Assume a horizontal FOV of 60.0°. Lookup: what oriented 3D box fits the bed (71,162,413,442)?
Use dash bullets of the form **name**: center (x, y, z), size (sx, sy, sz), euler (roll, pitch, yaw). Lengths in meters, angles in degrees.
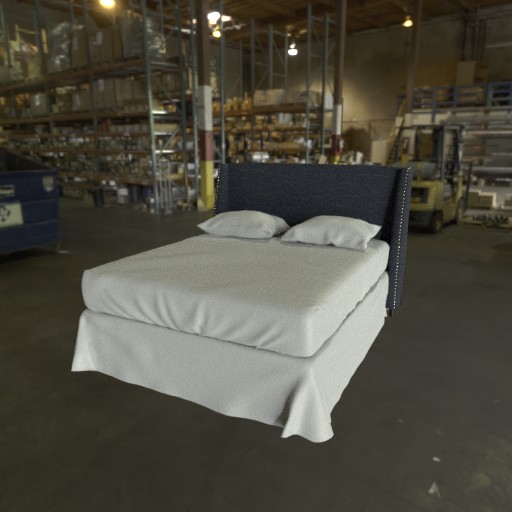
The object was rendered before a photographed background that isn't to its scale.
- **bed**: center (0.000, 0.000, 3.445), size (1.925, 1.332, 2.276), euler (7, 16, 26)
